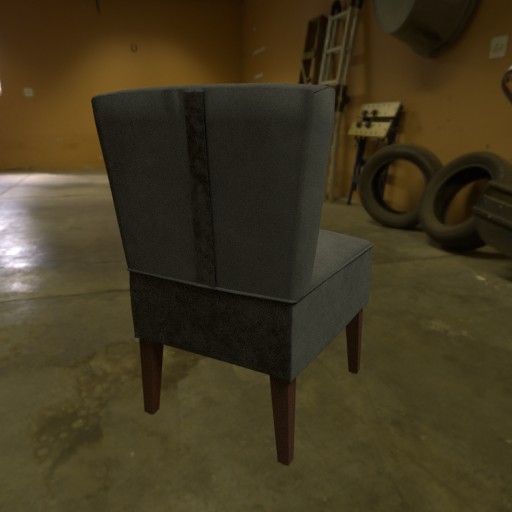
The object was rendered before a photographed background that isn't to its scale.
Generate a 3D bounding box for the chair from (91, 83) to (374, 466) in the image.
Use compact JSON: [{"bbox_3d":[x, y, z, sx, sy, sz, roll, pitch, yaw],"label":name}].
[{"bbox_3d":[0.000,0.000,1.157,0.521,0.806,0.554,9,19,27],"label":"chair"}]
